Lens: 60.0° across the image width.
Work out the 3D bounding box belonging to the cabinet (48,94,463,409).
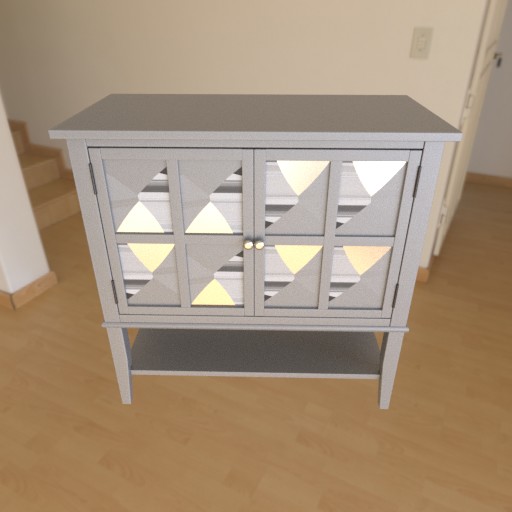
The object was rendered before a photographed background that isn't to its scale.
[{"bbox_3d":[0.000,0.000,1.219,0.801,0.780,0.396,1,30,1],"label":"cabinet"}]
